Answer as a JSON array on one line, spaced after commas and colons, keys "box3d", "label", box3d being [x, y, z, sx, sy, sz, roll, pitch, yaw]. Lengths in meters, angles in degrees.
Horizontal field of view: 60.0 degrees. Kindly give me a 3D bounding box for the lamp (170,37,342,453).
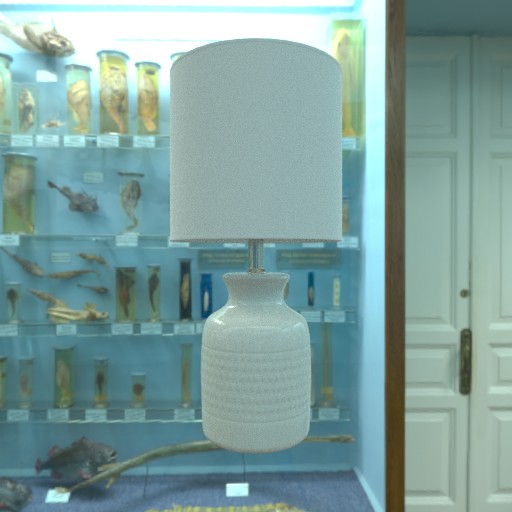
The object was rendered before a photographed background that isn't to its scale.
[{"box3d": [0.000, 0.000, 0.492, 0.188, 0.392, 0.188, 0, 0, 0], "label": "lamp"}]
